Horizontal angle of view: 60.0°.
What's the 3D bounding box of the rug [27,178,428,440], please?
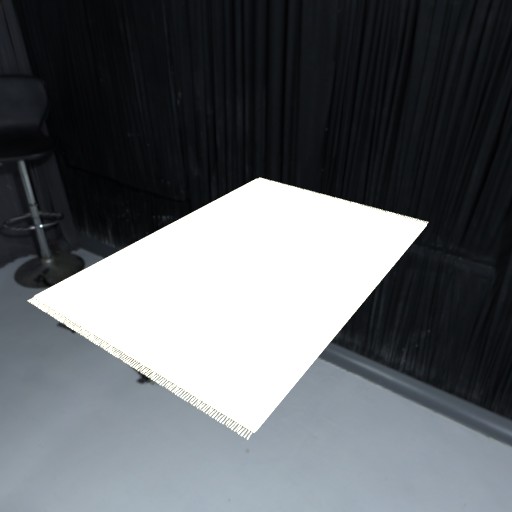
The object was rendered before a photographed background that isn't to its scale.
[{"bbox_3d":[0.000,0.000,2.844,1.514,0.011,2.233,20,37,30],"label":"rug"}]
